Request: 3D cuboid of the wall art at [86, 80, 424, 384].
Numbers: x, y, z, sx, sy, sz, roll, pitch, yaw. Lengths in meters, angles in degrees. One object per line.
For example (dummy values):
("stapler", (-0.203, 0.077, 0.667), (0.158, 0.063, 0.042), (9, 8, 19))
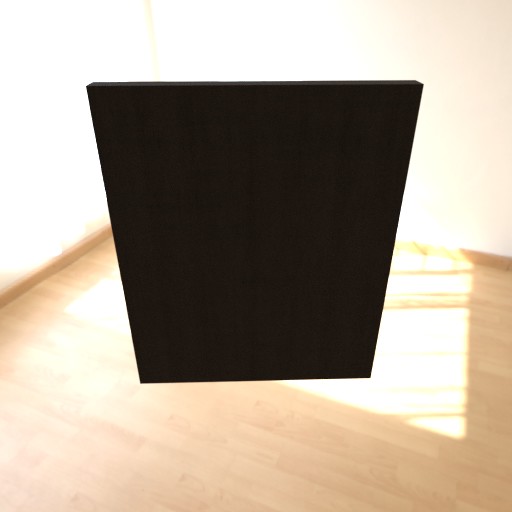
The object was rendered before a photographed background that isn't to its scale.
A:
("wall art", (0.000, 0.000, 0.750), (0.455, 0.552, 0.034), (-1, 30, -2))
